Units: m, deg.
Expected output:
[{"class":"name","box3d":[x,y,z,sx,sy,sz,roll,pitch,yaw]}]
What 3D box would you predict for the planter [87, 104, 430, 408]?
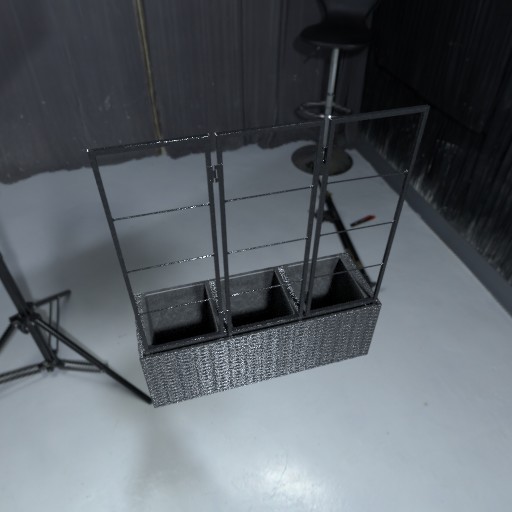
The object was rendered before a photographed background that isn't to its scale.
[{"class":"planter","box3d":[0.000,0.000,1.187,0.698,0.841,0.244,-11,44,-12]}]
